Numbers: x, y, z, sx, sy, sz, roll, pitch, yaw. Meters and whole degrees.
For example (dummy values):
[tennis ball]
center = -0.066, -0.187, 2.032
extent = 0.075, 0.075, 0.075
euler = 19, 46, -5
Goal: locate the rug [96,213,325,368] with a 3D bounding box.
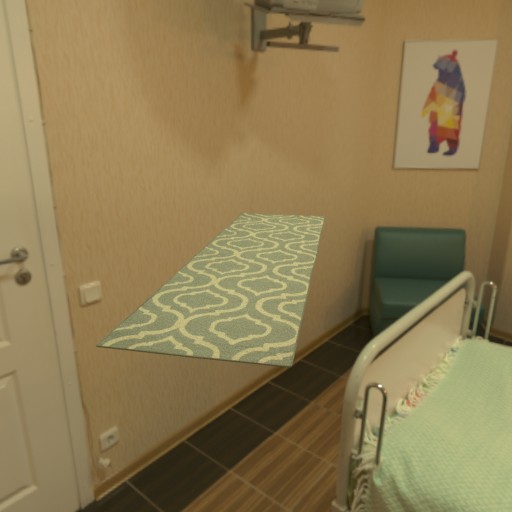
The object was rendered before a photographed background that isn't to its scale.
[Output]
[rug]
center = 0.000, 0.000, 2.530
extent = 0.684, 0.009, 2.275
euler = 3, 18, 11
